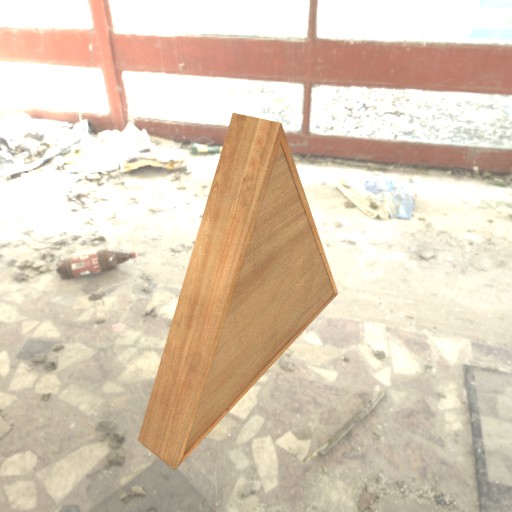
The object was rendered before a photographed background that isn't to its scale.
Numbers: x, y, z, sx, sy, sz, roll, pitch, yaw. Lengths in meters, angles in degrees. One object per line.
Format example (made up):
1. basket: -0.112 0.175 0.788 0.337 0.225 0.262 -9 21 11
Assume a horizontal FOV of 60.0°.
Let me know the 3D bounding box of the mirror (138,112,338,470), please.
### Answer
1. mirror: 0.000 0.000 0.881 0.100 0.548 0.631 22 39 30
